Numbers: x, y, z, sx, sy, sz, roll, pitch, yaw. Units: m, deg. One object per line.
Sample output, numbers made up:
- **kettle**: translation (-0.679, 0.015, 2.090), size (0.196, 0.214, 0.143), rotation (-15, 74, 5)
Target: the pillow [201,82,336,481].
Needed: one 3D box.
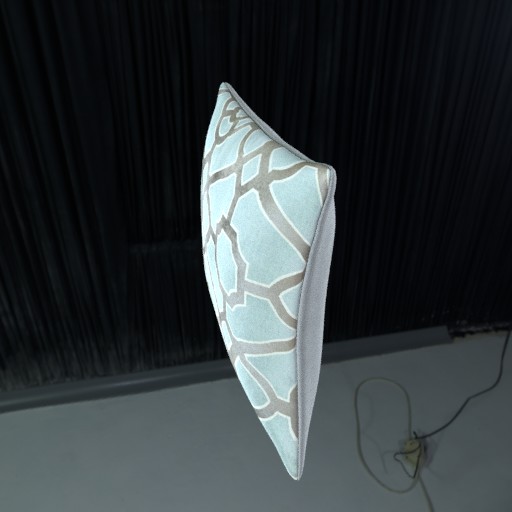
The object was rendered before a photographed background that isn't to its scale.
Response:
- **pillow**: translation (0.000, 0.000, 0.795), size (0.166, 0.508, 0.552), rotation (-8, 31, -13)
